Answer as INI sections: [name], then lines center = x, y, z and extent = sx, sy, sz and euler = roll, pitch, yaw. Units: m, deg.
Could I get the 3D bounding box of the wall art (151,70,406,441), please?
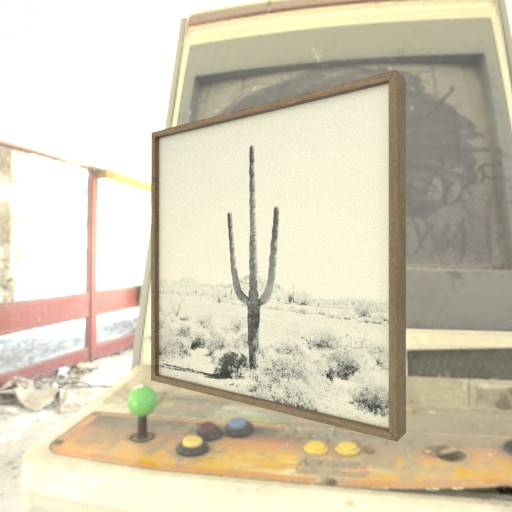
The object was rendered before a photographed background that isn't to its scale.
[wall art]
center = 0.000, 0.000, 0.773
extent = 0.508, 0.508, 0.038
euler = 0, 0, 37
